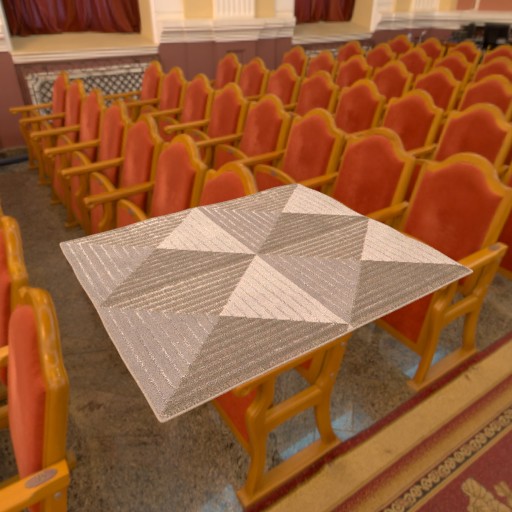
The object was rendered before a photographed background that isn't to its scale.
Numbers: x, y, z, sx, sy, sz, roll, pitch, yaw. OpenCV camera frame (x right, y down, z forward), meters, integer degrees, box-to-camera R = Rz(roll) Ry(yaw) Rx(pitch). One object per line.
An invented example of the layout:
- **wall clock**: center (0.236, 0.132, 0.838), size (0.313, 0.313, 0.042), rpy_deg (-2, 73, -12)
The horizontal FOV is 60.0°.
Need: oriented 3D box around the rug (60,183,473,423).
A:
- **rug**: center (0.000, 0.000, 0.889), size (0.642, 0.008, 0.551), rpy_deg (-18, 35, -28)
